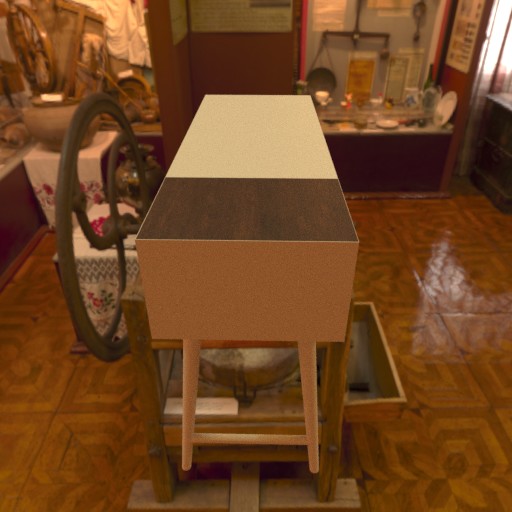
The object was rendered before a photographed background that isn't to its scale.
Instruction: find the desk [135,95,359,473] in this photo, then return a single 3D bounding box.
[{"bbox_3d":[0.000,0.000,1.442,0.409,0.761,1.069,1,33,1],"label":"desk"}]
